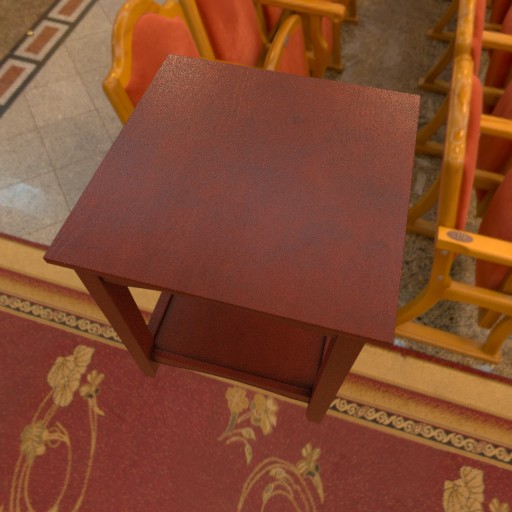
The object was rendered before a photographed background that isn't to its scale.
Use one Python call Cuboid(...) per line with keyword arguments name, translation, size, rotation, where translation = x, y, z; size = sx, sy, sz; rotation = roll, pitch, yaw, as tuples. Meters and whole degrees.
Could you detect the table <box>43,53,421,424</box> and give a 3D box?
Cuboid(name="table", translation=(0.000, 0.000, 0.965), size=(0.522, 0.558, 0.523), rotation=(15, 59, 9))
